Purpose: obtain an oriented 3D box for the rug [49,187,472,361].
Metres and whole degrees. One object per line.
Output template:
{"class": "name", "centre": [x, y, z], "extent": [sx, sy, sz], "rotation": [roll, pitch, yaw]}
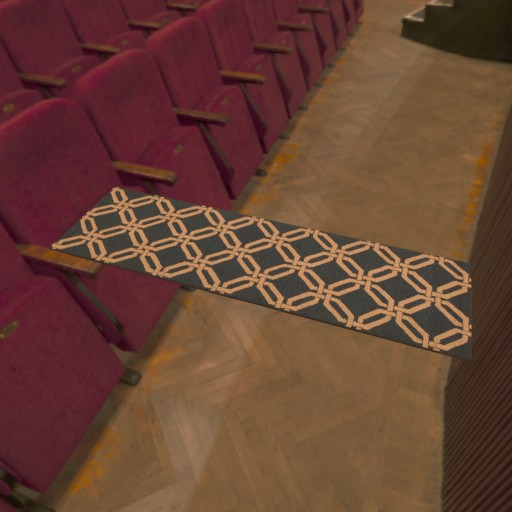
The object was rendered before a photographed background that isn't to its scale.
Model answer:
{"class": "rug", "centre": [0.000, 0.000, 2.487], "extent": [2.276, 0.014, 0.678], "rotation": [13, 44, 15]}
